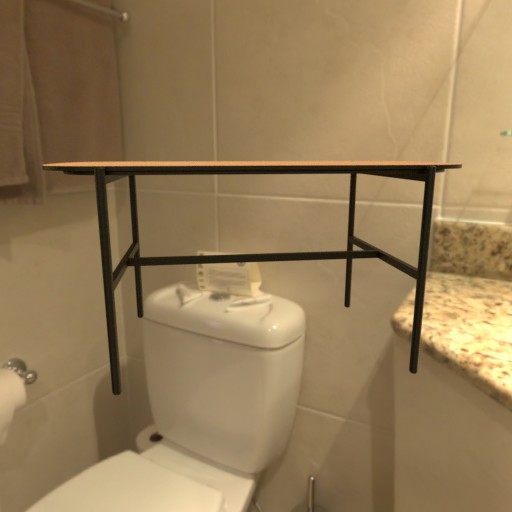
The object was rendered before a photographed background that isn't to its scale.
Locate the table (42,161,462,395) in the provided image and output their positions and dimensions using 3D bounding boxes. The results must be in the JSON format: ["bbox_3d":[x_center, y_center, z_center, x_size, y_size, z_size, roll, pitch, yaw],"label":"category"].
[{"bbox_3d":[0.000,0.000,0.973,0.800,0.400,0.400,-2,13,-8],"label":"table"}]
